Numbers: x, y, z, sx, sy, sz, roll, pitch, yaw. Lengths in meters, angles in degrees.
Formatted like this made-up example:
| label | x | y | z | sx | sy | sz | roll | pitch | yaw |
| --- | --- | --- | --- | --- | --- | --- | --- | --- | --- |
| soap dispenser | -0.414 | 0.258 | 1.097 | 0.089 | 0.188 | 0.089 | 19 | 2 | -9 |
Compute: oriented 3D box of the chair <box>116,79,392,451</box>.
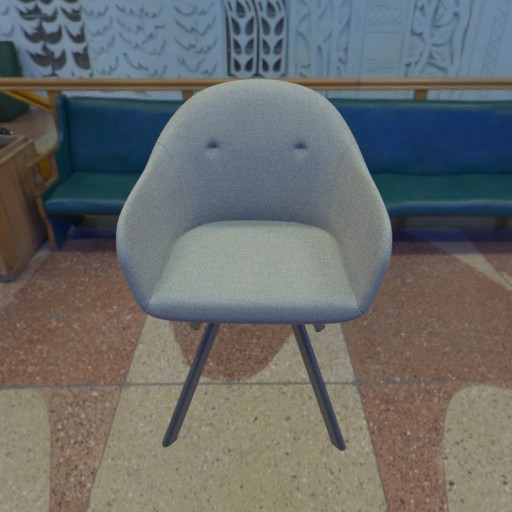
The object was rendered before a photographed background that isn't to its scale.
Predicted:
| label | x | y | z | sx | sy | sz | roll | pitch | yaw |
| --- | --- | --- | --- | --- | --- | --- | --- | --- | --- |
| chair | 0.000 | 0.000 | 1.148 | 0.540 | 0.780 | 0.570 | 1 | 31 | 1 |
